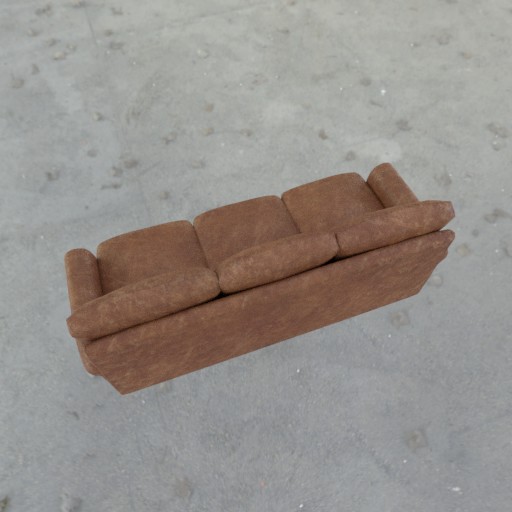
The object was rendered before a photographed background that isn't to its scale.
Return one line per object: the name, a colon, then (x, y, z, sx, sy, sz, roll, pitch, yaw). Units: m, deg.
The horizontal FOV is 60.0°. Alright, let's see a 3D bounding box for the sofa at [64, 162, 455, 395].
sofa: (0.000, 0.000, 2.914, 2.351, 0.977, 0.973, -17, 59, -10)
